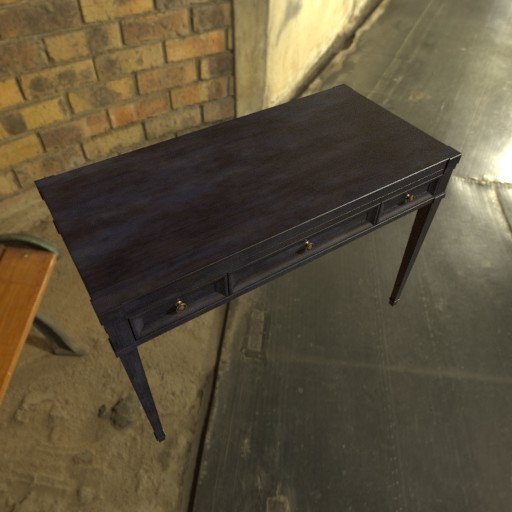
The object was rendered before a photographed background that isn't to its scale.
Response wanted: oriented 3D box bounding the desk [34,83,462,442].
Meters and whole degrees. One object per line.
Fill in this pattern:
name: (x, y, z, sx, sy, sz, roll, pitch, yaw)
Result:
desk: (0.000, 0.000, 1.787, 1.289, 0.861, 0.630, -25, 51, -22)
